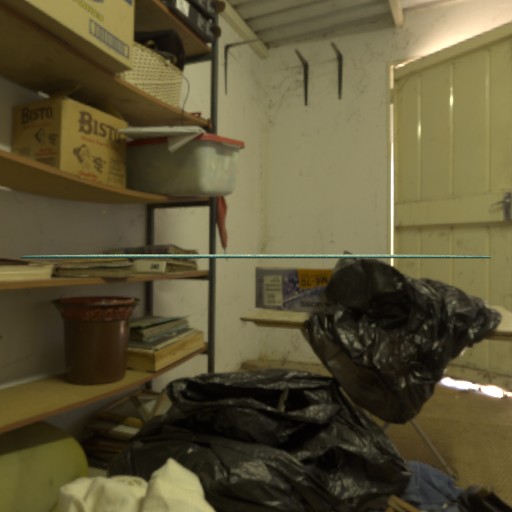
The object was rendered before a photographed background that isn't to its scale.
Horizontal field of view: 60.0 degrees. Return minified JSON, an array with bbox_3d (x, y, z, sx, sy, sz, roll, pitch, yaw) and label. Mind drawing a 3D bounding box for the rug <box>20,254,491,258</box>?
[{"bbox_3d":[0.000,0.000,2.848,2.205,0.012,1.554,0,0,0],"label":"rug"}]
